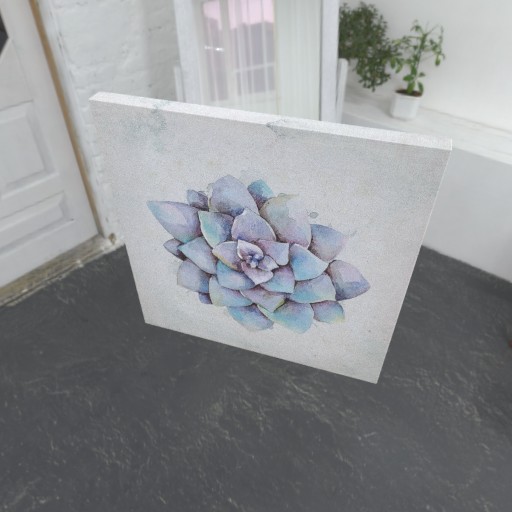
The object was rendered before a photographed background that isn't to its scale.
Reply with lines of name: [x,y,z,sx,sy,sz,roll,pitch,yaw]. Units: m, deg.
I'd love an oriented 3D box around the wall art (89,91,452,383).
wall art: [0.000,0.000,0.931,0.612,0.612,0.040,12,43,13]
